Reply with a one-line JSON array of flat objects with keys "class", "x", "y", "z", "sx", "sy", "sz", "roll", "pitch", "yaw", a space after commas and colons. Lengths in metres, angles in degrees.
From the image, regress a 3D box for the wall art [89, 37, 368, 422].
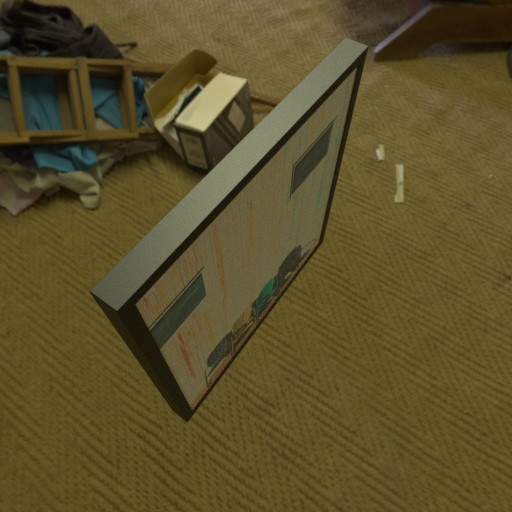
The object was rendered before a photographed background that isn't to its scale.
[{"class": "wall art", "x": 0.000, "y": 0.000, "z": 0.745, "sx": 0.037, "sy": 0.506, "sz": 0.506, "roll": 31, "pitch": 63, "yaw": 18}]
